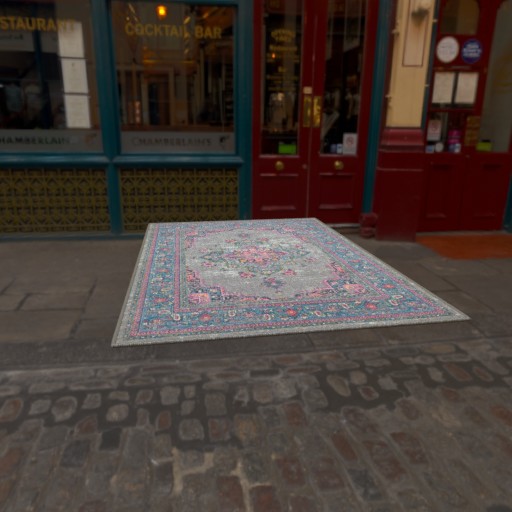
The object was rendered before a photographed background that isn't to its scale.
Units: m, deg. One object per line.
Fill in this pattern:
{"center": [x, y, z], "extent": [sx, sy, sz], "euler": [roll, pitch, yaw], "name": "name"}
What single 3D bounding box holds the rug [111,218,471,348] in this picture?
{"center": [0.000, 0.000, 2.188], "extent": [1.144, 0.014, 1.748], "euler": [-3, 16, -9], "name": "rug"}
